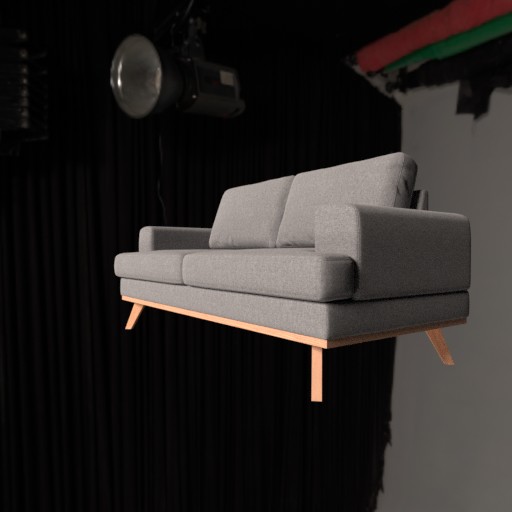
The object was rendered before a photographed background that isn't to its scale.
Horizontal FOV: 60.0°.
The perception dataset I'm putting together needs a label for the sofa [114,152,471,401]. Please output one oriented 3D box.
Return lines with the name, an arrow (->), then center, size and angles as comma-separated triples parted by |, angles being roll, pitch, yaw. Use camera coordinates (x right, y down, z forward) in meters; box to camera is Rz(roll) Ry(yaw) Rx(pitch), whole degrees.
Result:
sofa -> 0.000, 0.000, 2.055 | 0.785, 0.810, 1.650 | 0, 0, -36
